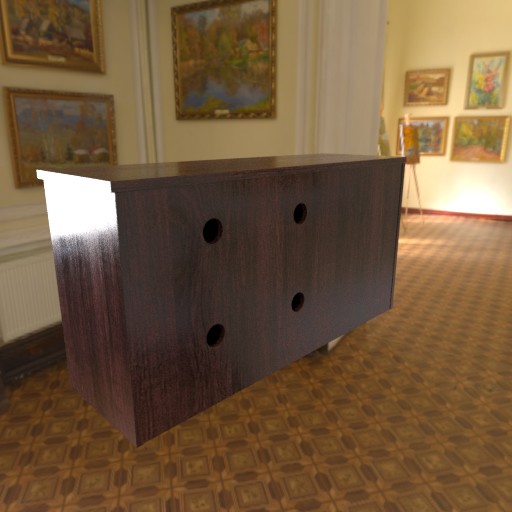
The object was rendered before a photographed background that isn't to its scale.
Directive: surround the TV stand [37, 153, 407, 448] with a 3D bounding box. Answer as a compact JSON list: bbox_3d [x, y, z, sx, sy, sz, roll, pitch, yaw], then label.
[{"bbox_3d":[0.000,0.000,1.475,1.192,0.614,0.404,-15,22,-43],"label":"TV stand"}]
